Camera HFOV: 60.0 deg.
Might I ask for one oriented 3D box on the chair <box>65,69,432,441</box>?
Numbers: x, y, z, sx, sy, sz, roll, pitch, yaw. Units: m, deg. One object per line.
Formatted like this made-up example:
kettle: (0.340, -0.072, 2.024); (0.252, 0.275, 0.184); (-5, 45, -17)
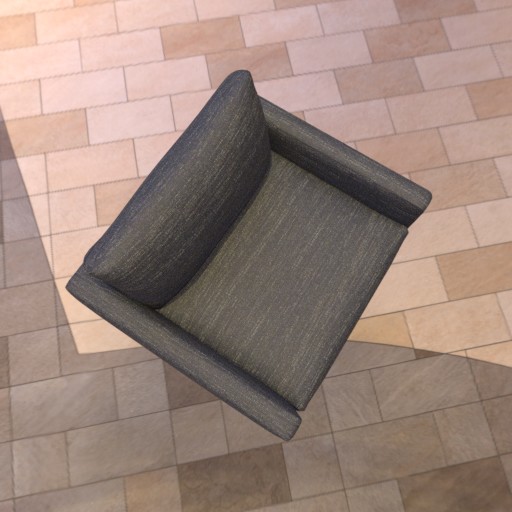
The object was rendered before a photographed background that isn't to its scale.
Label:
chair: (0.000, 0.000, 1.628); (0.866, 0.861, 0.963); (32, 77, 8)
